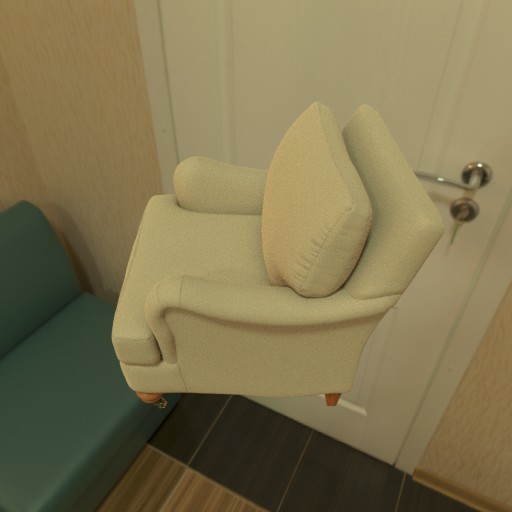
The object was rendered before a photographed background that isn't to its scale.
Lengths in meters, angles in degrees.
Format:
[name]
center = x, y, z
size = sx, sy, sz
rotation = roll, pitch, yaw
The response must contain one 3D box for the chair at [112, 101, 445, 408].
[chair]
center = 0.000, 0.000, 1.871
size = 1.070, 1.038, 0.955
rotation = -1, 40, -1
